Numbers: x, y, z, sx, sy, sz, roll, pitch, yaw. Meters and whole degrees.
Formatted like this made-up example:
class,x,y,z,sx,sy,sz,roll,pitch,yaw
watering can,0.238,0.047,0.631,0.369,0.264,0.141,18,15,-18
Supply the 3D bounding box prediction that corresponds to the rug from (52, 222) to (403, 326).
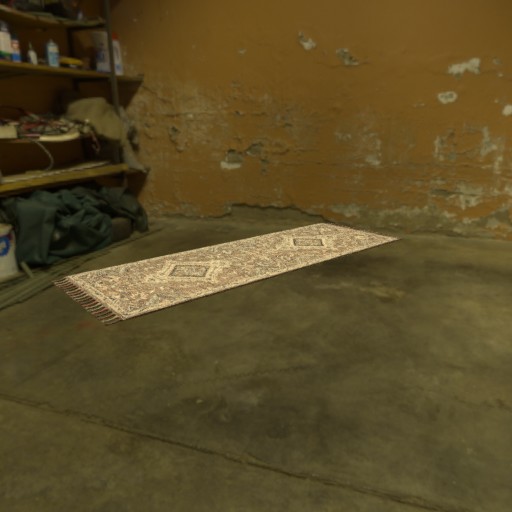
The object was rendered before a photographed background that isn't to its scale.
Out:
class,x,y,z,sx,sy,sz,roll,pitch,yaw
rug,0.000,0.000,2.817,2.378,0.018,1.324,-8,18,-24
